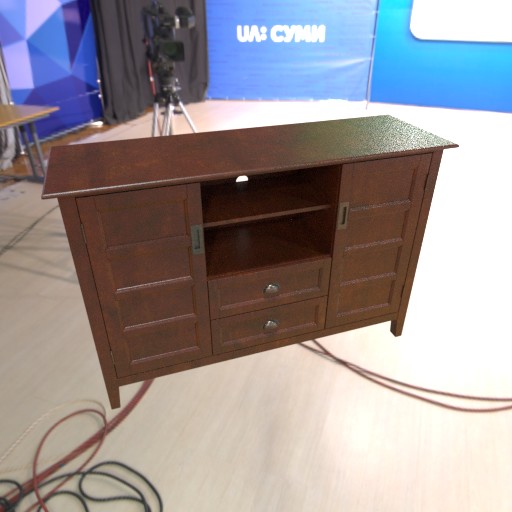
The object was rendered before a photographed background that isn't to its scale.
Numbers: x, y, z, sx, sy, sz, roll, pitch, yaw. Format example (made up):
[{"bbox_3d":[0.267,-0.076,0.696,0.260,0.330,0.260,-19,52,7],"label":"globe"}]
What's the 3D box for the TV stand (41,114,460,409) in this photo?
[{"bbox_3d":[0.000,0.000,1.796,1.372,0.915,0.445,-10,33,-16],"label":"TV stand"}]
